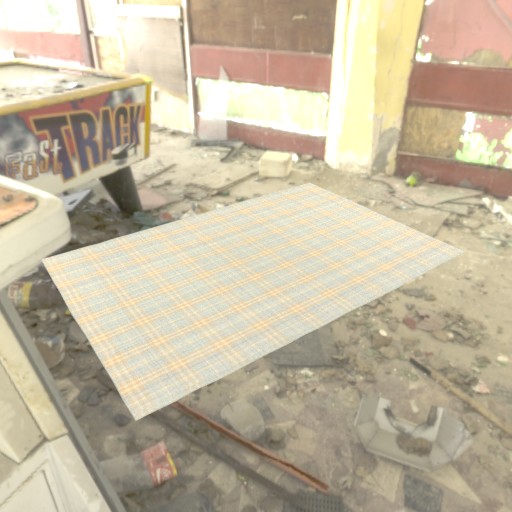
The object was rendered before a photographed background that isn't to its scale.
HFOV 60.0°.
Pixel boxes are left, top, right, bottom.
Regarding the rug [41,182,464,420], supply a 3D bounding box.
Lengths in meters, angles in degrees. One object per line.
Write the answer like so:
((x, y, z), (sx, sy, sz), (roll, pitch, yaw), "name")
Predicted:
((0.000, 0.000, 2.297), (1.835, 0.012, 1.231), (-20, 36, -30), "rug")
